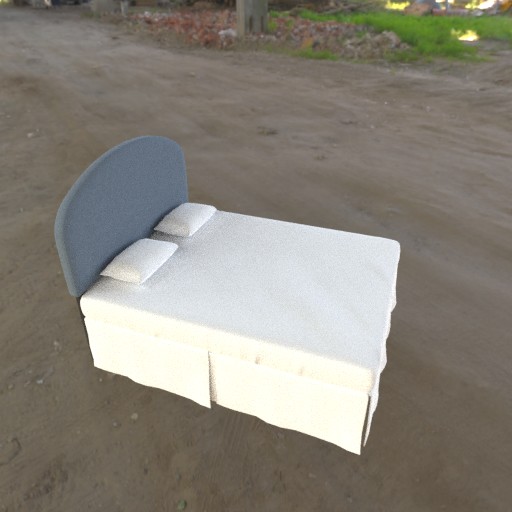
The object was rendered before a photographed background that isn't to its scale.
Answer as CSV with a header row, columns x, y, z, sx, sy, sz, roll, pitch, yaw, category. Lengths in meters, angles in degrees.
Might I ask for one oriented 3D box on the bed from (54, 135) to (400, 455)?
x,y,z,sx,sy,sz,roll,pitch,yaw,category
0.000,0.000,3.128,2.005,1.410,1.607,11,33,17,bed
